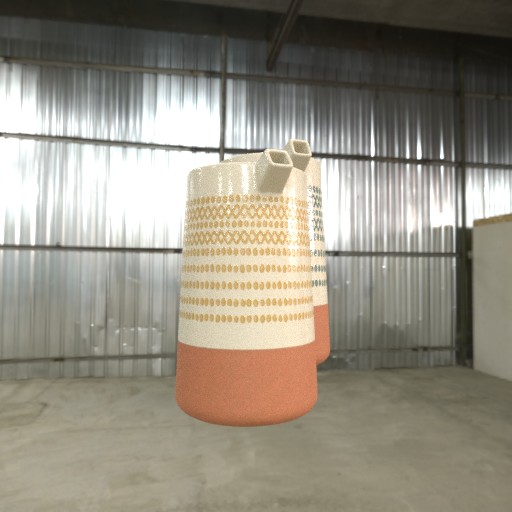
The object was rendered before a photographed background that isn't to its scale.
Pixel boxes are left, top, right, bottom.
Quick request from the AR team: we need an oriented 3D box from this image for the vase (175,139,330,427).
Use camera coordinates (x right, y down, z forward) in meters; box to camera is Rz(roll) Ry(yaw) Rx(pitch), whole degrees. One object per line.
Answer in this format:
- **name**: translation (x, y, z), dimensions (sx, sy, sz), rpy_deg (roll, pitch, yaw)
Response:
- **vase**: translation (0.000, 0.000, 0.468), dimensions (0.168, 0.247, 0.326), rpy_deg (-1, -2, 19)
